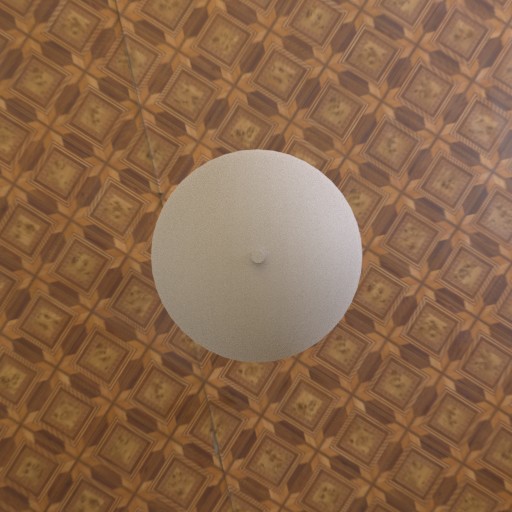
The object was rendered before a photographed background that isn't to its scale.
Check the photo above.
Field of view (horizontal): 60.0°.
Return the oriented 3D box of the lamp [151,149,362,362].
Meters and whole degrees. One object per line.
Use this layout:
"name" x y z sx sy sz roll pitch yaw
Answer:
"lamp" 0.000 0.000 0.440 0.171 0.330 0.171 0 90 0
